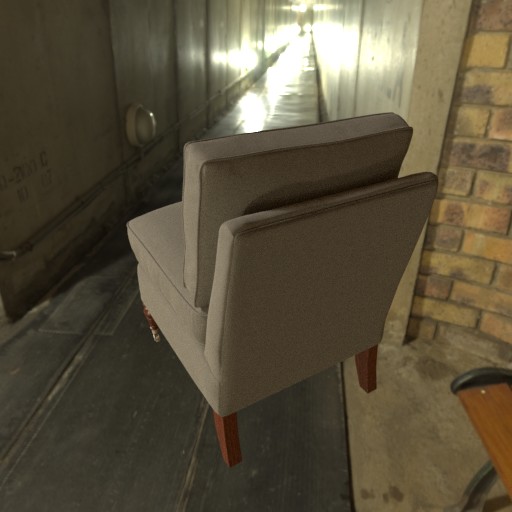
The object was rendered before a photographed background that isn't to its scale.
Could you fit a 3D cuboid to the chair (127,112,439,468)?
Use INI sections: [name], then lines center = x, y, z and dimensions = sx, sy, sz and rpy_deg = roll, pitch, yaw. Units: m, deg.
[chair]
center = 0.000, 0.000, 1.630
dimensions = 0.724, 1.045, 0.924
rpy_deg = -17, 33, -27
